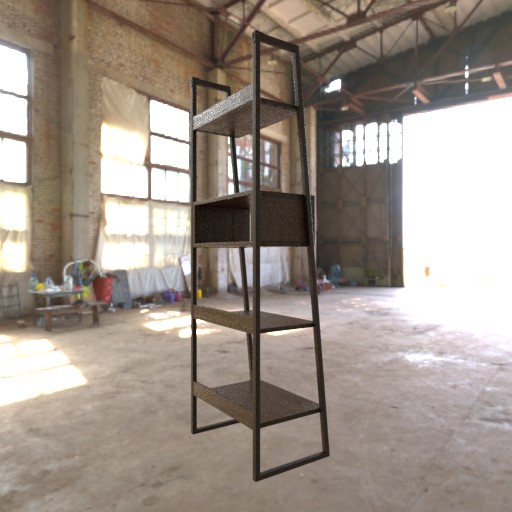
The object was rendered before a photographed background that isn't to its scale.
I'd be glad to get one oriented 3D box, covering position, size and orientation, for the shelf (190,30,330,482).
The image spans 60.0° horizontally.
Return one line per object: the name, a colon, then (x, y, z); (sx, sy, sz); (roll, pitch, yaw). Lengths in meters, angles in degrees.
shelf: (0.000, 0.000, 2.357); (0.454, 2.005, 0.652); (0, 0, -34)
